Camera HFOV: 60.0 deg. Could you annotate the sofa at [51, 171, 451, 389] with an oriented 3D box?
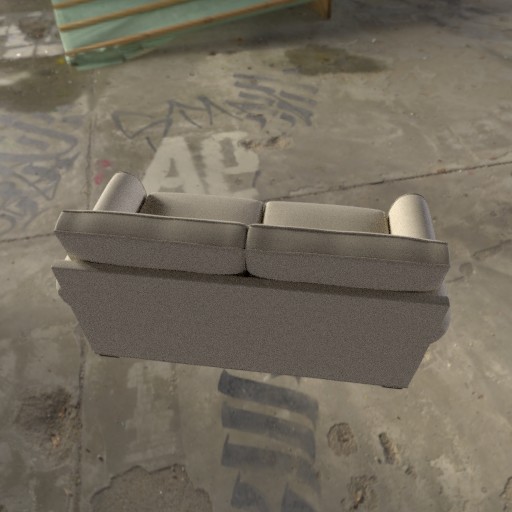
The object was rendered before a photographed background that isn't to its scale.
[{"bbox_3d":[0.000,0.000,2.260,1.774,0.933,0.861,5,47,5],"label":"sofa"}]
